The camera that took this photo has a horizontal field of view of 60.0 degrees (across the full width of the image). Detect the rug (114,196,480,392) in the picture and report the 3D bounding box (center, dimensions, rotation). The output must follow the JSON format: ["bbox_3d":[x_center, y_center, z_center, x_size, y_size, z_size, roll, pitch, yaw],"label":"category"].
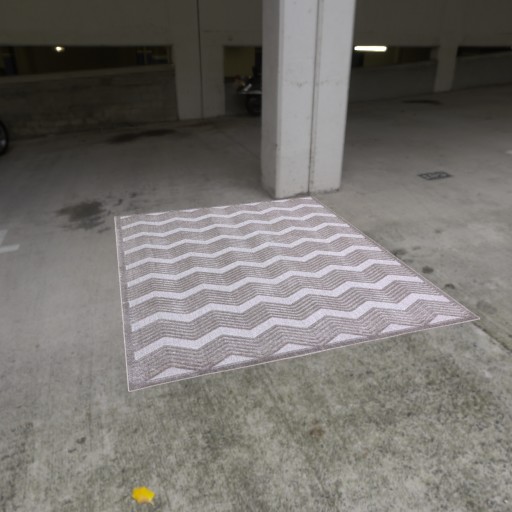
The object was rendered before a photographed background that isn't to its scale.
[{"bbox_3d":[0.000,0.000,4.013,2.391,0.005,2.880,-8,27,-16],"label":"rug"}]
